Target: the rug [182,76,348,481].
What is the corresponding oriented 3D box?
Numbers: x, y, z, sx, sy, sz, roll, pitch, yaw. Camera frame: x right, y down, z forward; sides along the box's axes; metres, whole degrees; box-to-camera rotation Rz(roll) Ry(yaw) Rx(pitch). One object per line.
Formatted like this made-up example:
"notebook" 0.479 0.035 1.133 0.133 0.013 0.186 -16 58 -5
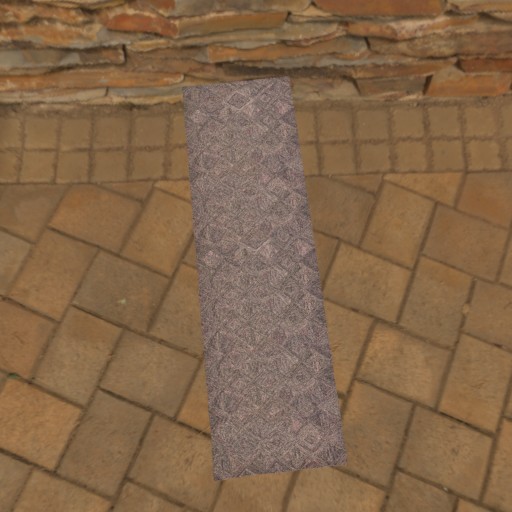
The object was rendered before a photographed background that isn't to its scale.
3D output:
"rug" 0.000 0.000 2.534 0.691 0.011 2.296 -6 76 -2
